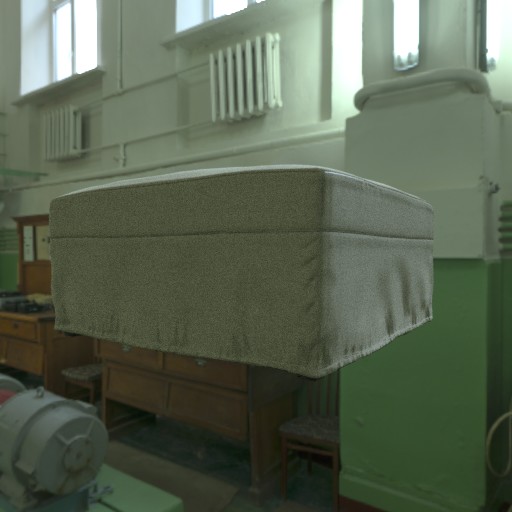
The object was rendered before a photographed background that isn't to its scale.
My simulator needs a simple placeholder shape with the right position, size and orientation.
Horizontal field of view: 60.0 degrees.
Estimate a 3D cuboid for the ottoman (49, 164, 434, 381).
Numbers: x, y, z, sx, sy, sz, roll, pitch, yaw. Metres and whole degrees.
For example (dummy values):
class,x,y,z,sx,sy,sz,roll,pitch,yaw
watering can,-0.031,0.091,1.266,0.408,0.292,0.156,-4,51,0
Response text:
class,x,y,z,sx,sy,sz,roll,pitch,yaw
ottoman,0.000,0.000,1.314,0.843,0.436,0.840,0,1,34
